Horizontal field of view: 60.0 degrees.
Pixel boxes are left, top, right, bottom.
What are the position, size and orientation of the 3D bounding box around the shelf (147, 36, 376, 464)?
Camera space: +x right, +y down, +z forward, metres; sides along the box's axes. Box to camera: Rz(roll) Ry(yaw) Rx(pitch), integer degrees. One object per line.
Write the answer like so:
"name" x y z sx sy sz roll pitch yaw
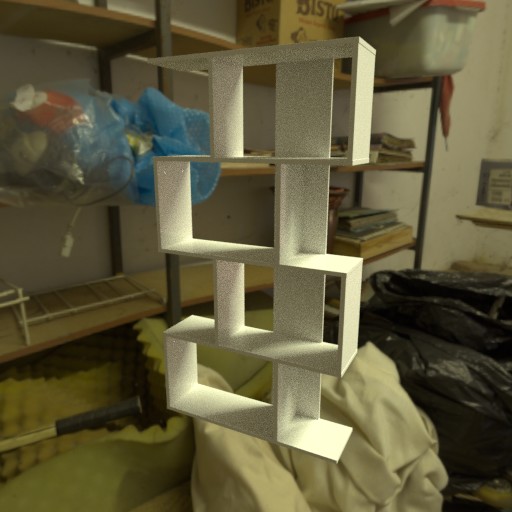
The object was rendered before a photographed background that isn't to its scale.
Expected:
"shelf" 0.000 0.000 1.966 0.890 1.650 0.250 7 16 26
